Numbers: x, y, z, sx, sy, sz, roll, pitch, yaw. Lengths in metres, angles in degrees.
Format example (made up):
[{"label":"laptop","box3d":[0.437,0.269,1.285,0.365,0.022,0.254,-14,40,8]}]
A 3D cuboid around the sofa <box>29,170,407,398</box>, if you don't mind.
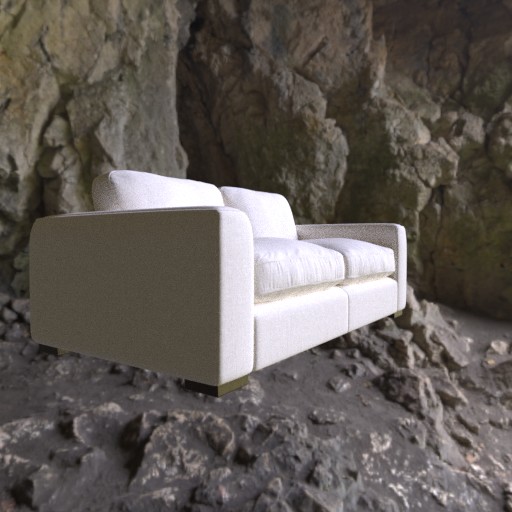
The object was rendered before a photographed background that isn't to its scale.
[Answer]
[{"label":"sofa","box3d":[0.000,0.000,2.374,1.069,0.801,1.920,1,2,35]}]
